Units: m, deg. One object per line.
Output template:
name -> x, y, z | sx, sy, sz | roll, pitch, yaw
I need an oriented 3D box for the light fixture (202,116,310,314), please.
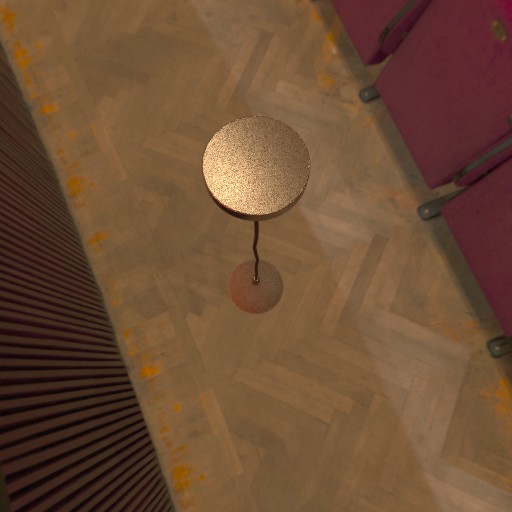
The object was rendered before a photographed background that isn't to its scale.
light fixture -> 0.000, 0.000, 0.821 | 0.139, 0.764, 0.139 | -21, 77, -5
